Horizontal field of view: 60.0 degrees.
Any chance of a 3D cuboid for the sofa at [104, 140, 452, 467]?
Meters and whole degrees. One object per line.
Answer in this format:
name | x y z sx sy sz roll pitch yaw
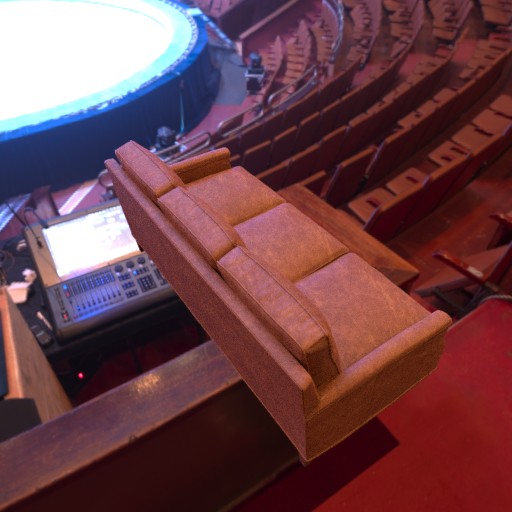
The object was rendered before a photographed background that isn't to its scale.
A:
sofa | 0.000 0.000 2.849 1.084 1.003 2.246 -25 47 -25
